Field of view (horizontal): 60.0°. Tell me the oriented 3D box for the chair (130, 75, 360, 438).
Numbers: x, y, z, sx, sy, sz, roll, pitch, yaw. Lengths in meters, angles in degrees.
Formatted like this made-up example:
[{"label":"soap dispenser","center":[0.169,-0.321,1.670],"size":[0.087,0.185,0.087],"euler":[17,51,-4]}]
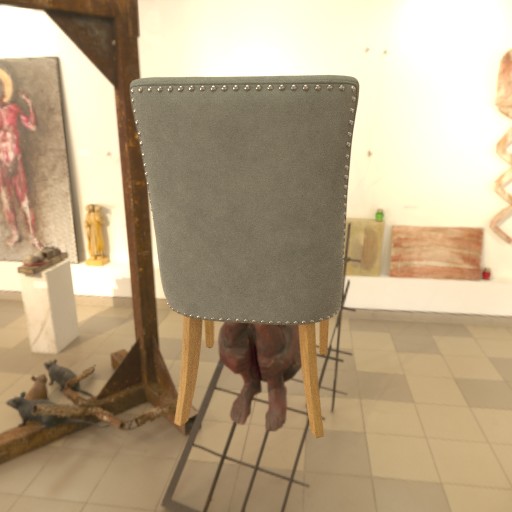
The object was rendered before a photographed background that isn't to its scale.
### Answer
[{"label":"chair","center":[0.000,0.000,1.257],"size":[0.495,0.902,0.610],"euler":[2,17,7]}]
